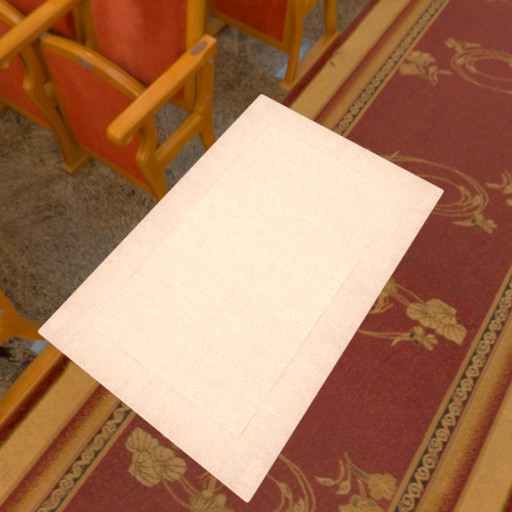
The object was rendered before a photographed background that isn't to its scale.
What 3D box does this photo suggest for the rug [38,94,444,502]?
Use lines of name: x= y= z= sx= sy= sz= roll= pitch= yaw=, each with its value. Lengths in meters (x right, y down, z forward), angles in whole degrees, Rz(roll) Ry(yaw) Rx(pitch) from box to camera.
rug: x=0.000 y=0.000 z=2.246 sx=1.219 sy=0.013 sz=1.829 roll=33 pitch=69 yaw=14
